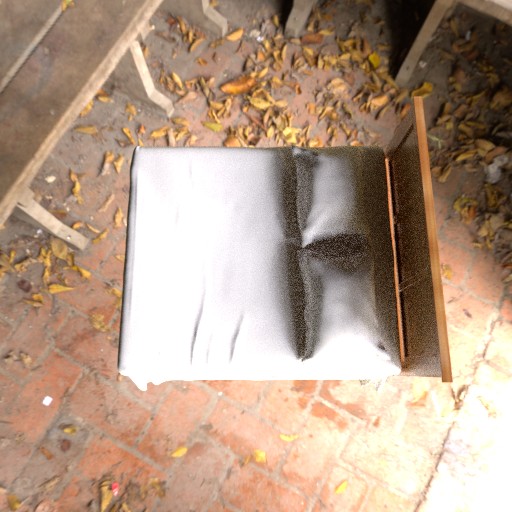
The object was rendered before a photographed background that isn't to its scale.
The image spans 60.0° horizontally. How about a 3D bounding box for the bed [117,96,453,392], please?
[{"bbox_3d":[0.000,0.000,3.064,2.035,1.273,1.870,0,76,0],"label":"bed"}]
